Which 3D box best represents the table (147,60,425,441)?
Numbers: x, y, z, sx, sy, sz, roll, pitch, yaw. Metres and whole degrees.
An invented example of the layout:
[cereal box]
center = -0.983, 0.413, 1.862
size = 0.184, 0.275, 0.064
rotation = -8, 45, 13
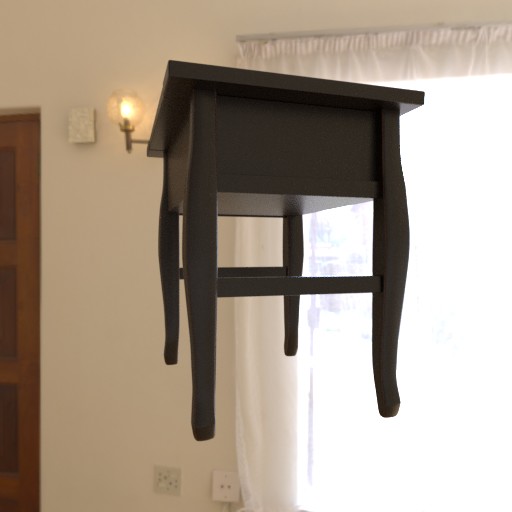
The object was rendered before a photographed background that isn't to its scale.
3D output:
[table]
center = 0.000, 0.000, 1.027
size = 0.460, 0.604, 0.602
rotation = 0, 1, -17
